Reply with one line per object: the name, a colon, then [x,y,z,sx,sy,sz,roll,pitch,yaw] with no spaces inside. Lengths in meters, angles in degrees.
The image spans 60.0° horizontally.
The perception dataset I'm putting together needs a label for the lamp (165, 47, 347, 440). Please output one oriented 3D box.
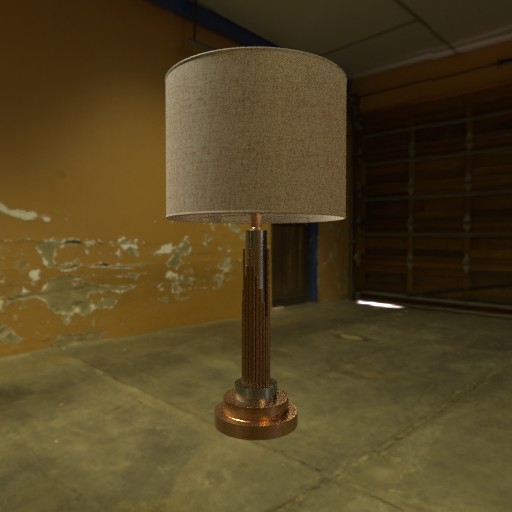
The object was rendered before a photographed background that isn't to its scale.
lamp: [0.000,0.000,0.806,0.321,0.610,0.321,0,1,0]
